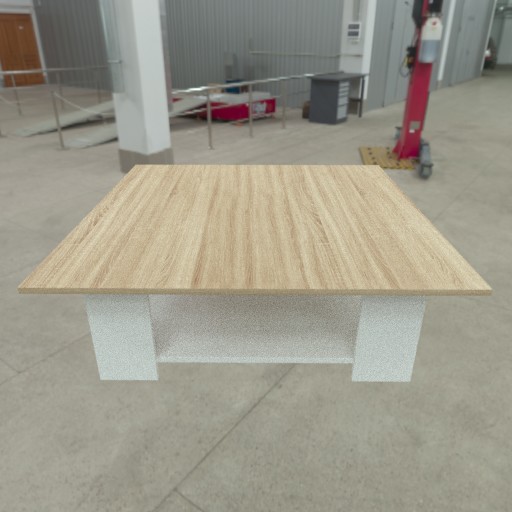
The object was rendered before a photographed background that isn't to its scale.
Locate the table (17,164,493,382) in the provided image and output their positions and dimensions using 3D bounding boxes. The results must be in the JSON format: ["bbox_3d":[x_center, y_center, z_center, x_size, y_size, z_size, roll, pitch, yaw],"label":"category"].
[{"bbox_3d":[0.000,0.000,1.295,0.890,0.305,0.890,0,26,0],"label":"table"}]
